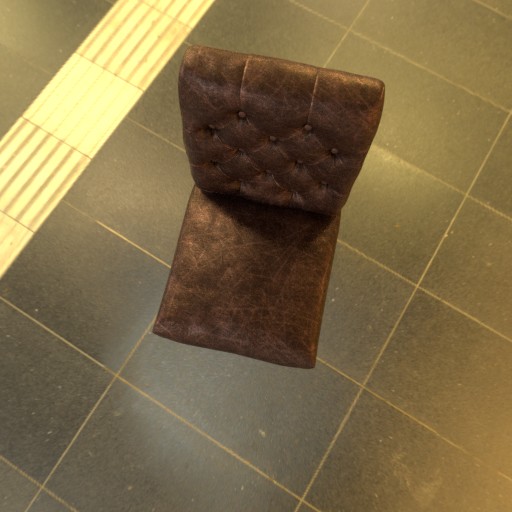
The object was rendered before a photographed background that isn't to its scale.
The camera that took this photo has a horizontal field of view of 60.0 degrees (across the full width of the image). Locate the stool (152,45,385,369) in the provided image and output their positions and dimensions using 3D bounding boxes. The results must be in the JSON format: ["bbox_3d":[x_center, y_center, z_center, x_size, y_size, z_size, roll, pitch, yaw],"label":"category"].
[{"bbox_3d":[0.000,0.000,1.470,0.483,1.168,0.659,12,76,3],"label":"stool"}]
